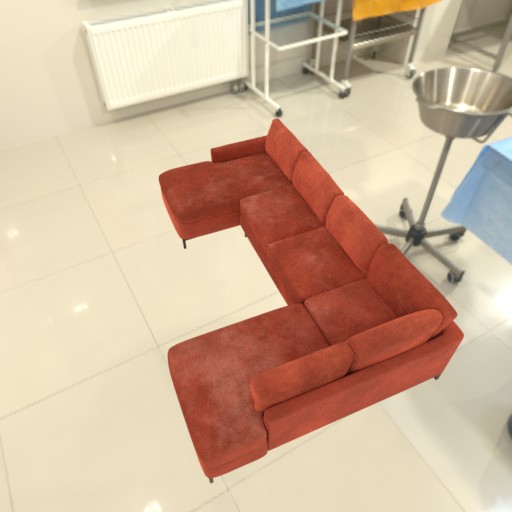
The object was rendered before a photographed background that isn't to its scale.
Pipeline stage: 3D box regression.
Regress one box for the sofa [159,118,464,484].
[{"bbox_3d":[0.000,0.000,3.857,1.981,0.858,2.971,-17,49,-16],"label":"sofa"}]
